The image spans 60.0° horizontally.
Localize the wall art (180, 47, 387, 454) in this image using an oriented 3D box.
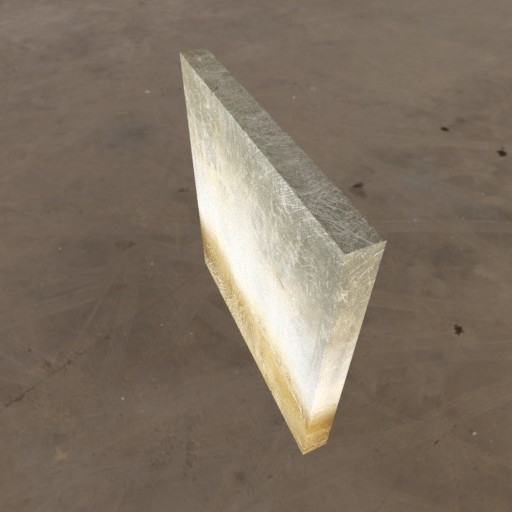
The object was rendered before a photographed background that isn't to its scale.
[{"bbox_3d":[0.000,0.000,0.609,0.038,0.407,0.405,-18,49,-16],"label":"wall art"}]
